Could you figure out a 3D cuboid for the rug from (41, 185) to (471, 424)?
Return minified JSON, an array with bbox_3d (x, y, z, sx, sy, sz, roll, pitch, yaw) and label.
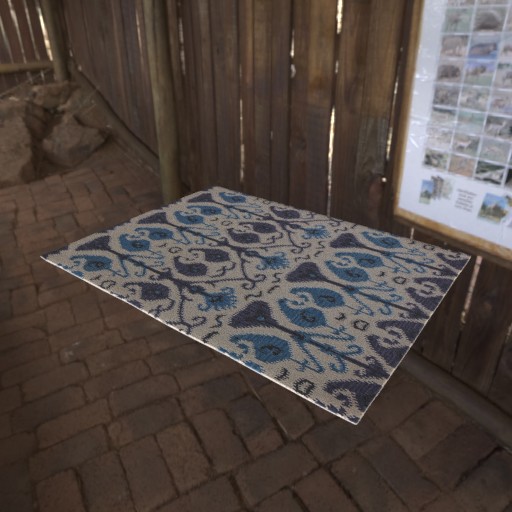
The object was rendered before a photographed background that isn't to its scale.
[{"bbox_3d":[0.000,0.000,4.147,3.228,0.024,2.443,20,34,32],"label":"rug"}]
